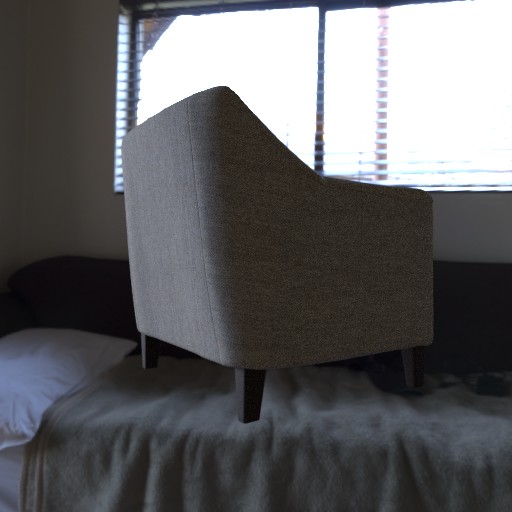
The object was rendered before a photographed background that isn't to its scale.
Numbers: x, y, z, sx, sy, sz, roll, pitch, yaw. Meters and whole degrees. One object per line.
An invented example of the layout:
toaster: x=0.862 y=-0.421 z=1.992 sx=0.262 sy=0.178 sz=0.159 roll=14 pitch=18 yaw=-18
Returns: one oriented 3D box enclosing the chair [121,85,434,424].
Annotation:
chair: x=0.000 y=0.000 z=1.404 sx=0.758 sy=0.761 sz=0.796 roll=0 pitch=0 yaw=-35
